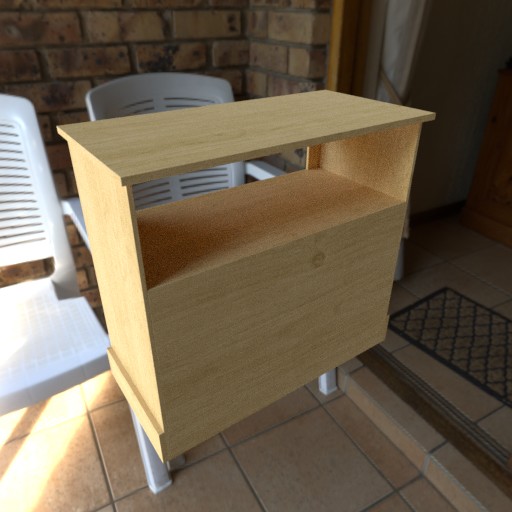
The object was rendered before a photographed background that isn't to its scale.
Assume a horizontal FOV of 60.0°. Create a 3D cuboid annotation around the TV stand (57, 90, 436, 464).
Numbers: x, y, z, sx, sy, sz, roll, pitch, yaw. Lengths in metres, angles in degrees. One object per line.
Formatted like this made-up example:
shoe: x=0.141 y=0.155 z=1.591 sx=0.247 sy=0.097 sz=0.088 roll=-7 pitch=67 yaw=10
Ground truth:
TV stand: x=0.000 y=0.000 z=1.300 sx=0.851 sy=0.787 sz=0.430 roll=-19 pitch=35 yaw=-30
